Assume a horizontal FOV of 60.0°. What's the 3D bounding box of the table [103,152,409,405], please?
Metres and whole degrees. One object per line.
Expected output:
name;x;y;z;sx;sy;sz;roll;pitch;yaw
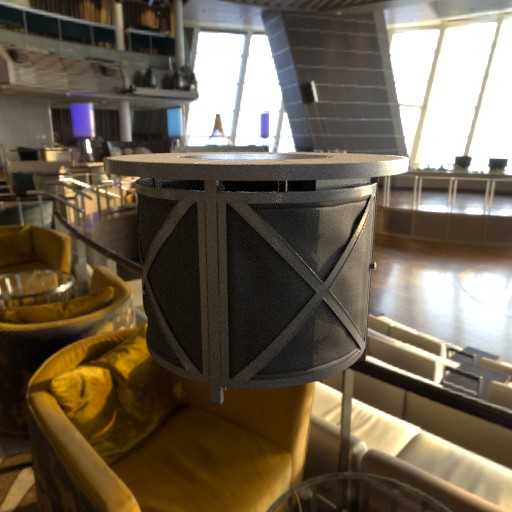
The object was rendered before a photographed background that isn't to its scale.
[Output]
table;0.000;0.000;1.479;0.914;0.650;0.914;0;15;0
